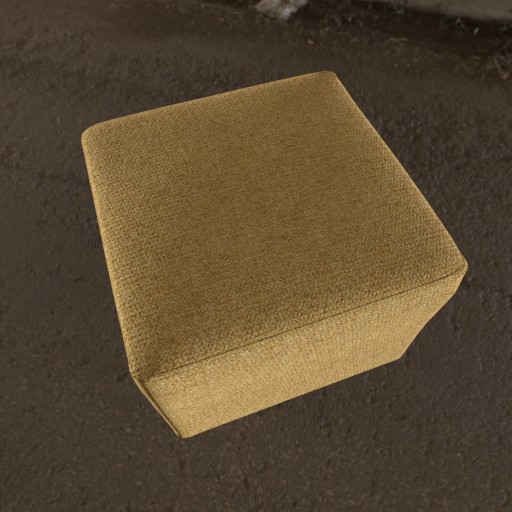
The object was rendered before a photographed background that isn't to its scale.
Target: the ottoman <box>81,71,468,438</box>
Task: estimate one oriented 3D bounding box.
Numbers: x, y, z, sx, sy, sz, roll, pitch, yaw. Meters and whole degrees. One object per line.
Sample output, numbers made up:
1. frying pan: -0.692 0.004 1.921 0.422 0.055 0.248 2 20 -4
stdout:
1. ottoman: 0.000 0.000 0.883 0.512 0.441 0.505 -17 60 -10
